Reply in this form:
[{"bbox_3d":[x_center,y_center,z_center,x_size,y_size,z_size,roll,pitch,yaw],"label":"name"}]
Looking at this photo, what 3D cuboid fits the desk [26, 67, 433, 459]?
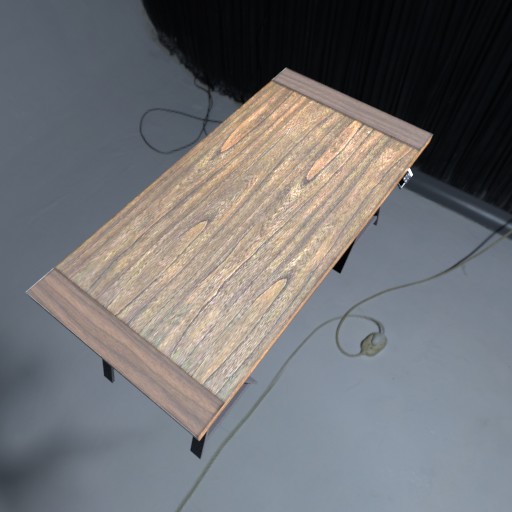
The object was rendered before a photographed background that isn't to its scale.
[{"bbox_3d":[0.000,0.000,1.989,0.784,0.725,1.543,33,63,19],"label":"desk"}]
